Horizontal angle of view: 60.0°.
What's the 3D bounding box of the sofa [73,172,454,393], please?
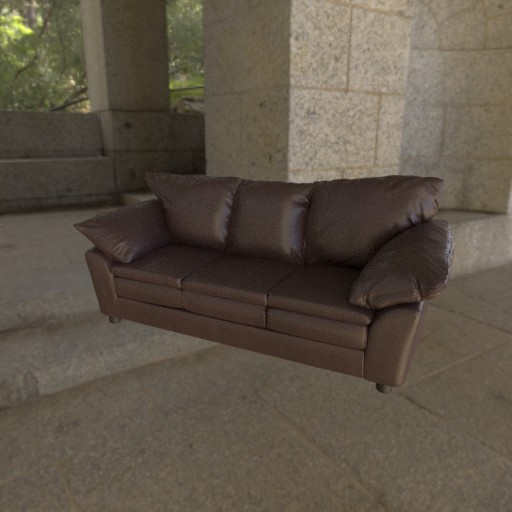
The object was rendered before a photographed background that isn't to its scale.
[{"bbox_3d":[0.000,0.000,2.932,2.390,1.091,0.907,8,18,26],"label":"sofa"}]
